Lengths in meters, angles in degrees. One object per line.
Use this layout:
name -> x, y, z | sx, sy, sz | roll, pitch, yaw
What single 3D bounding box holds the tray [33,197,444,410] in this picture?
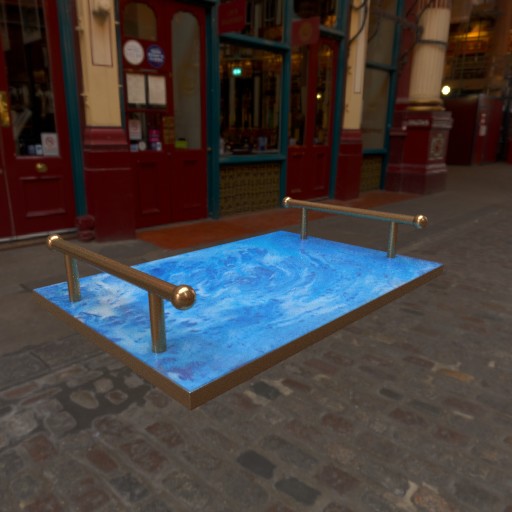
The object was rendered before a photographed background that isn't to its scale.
tray -> 0.000, 0.000, 0.564 | 0.304, 0.084, 0.444 | 15, 22, 42
